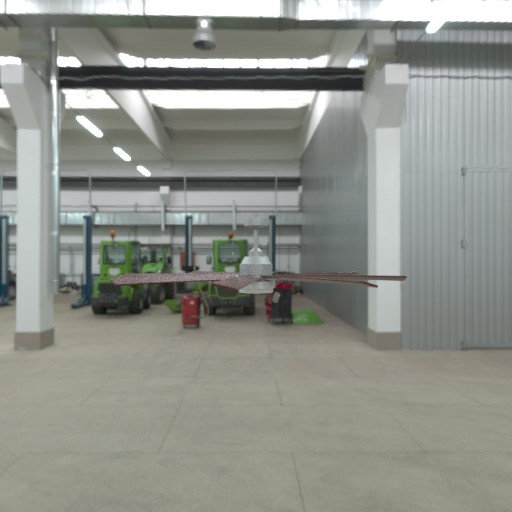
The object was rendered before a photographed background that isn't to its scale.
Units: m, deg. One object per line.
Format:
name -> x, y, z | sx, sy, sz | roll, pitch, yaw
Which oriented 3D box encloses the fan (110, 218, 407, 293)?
fan -> 0.000, 0.000, 2.824 | 1.830, 0.472, 1.830 | 0, 0, -36
